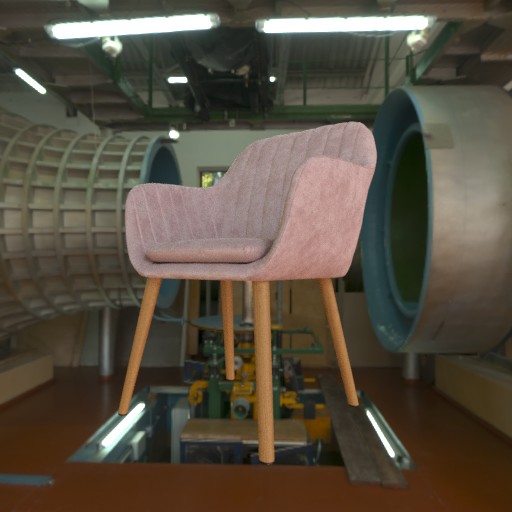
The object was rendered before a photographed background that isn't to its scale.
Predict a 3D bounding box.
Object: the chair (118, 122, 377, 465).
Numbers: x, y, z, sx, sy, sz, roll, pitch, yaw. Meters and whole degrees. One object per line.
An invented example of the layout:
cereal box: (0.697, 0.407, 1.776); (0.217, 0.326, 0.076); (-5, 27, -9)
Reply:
chair: (0.000, 0.000, 1.244); (0.610, 0.832, 0.570); (-1, -1, 37)
